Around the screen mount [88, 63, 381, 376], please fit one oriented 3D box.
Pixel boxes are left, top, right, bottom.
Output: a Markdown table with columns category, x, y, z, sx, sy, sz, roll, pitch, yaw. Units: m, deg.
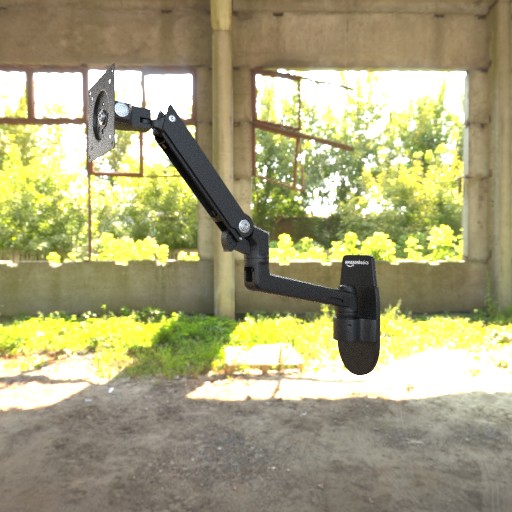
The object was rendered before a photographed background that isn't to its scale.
| category | x | y | z | sx | sy | sz | roll | pitch | yaw |
| --- | --- | --- | --- | --- | --- | --- | --- | --- | --- |
| screen mount | 0.000 | 0.000 | 0.719 | 0.495 | 0.466 | 0.115 | -1 | 1 | -35 |
